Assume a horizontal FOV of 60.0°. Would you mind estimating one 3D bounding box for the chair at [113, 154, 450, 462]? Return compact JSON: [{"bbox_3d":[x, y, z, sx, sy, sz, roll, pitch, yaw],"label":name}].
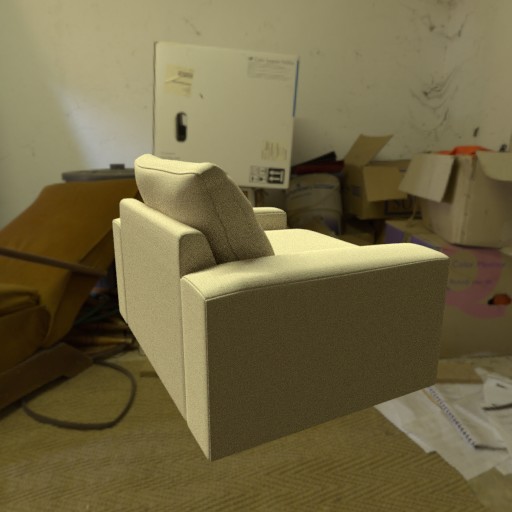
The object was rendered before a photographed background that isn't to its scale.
[{"bbox_3d":[0.000,0.000,2.060,1.039,0.915,1.398,-7,16,-26],"label":"chair"}]
